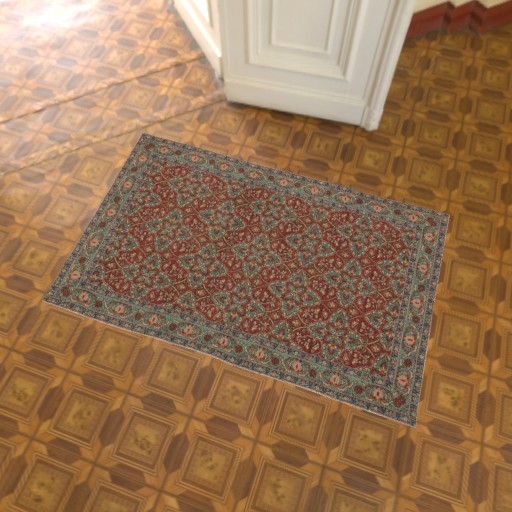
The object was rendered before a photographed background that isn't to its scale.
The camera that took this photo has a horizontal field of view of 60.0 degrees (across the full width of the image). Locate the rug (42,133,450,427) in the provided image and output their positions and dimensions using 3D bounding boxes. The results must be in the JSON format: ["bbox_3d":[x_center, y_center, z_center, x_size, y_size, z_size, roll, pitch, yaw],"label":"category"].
[{"bbox_3d":[0.000,0.000,3.049,2.439,0.011,1.533,17,64,8],"label":"rug"}]
